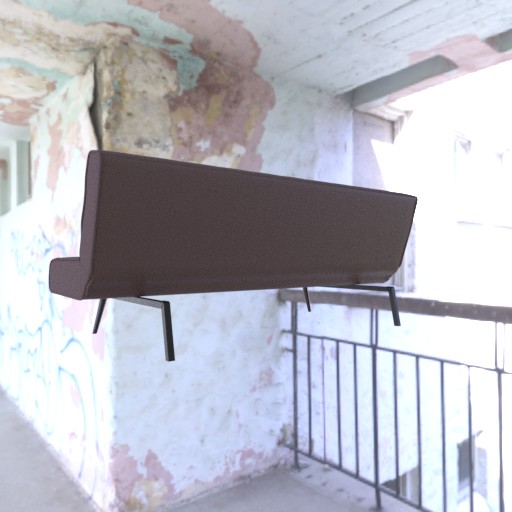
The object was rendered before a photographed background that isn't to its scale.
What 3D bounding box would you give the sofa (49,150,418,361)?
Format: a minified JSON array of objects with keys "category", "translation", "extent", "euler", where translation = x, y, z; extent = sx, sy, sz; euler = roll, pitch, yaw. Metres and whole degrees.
[{"category":"sofa","translation":[0.000,0.000,2.144],"extent":[1.703,0.699,0.747],"euler":[0,0,-37]}]
